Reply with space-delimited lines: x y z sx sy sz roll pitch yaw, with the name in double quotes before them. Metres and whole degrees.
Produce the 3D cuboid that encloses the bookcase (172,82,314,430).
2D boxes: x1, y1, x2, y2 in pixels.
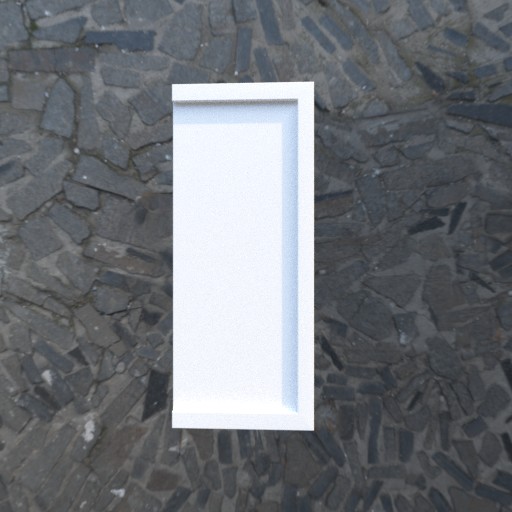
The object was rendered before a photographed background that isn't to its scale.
"bookcase" 0.000 0.000 2.281 0.432 1.880 1.050 0 90 3
